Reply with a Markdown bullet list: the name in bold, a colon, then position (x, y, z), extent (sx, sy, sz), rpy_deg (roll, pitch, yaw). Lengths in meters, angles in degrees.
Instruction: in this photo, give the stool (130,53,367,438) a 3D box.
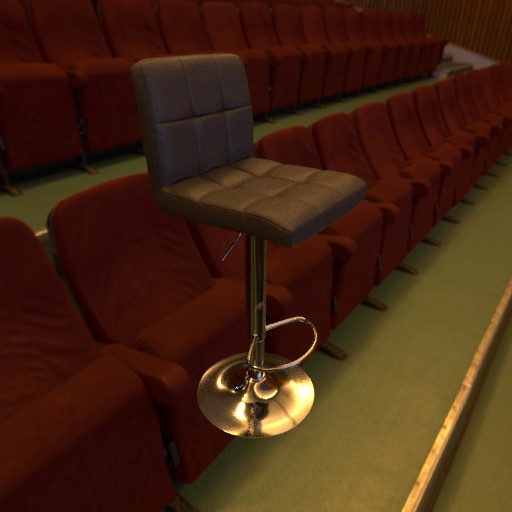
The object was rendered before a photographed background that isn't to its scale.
- **stool**: position (0.000, 0.000, 1.365), extent (0.505, 1.115, 0.430), rpy_deg (19, 33, 32)
